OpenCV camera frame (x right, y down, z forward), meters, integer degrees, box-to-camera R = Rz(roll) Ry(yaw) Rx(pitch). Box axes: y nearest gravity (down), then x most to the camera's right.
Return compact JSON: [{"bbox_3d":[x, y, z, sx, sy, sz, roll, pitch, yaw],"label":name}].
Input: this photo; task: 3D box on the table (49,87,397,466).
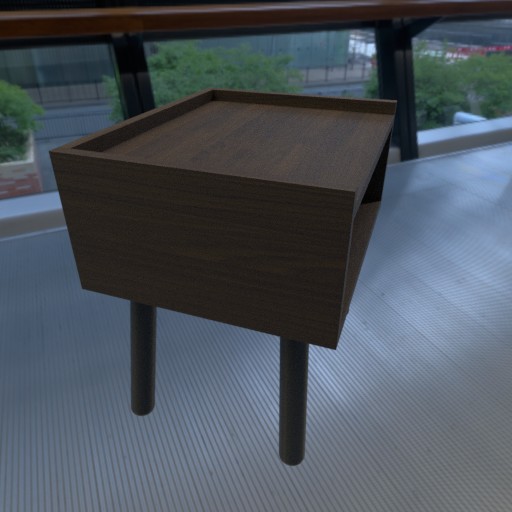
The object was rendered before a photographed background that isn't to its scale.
[{"bbox_3d":[0.000,0.000,0.783,0.370,0.470,0.450,11,32,17],"label":"table"}]
